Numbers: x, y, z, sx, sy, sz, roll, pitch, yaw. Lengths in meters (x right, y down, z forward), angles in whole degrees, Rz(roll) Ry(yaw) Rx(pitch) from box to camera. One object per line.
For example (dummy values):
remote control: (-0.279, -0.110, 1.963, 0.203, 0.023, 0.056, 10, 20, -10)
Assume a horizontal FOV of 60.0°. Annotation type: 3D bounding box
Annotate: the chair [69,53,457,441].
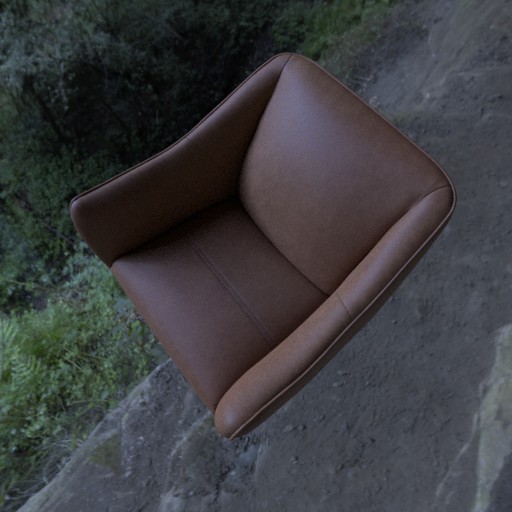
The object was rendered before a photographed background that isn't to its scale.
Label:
chair: (0.000, 0.000, 1.493, 0.852, 0.830, 0.871, -35, 69, -16)
